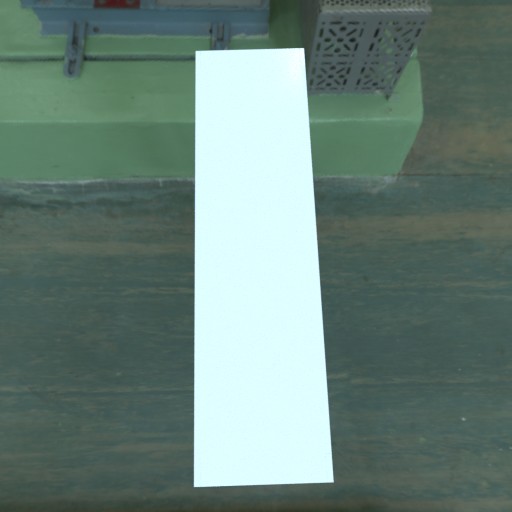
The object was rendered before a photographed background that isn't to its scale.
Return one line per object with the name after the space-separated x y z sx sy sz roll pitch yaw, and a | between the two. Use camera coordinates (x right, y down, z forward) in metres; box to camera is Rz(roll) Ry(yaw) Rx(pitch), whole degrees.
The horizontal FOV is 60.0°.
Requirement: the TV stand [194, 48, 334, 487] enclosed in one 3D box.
0.000 0.000 1.702 0.410 0.440 1.500 -2 75 0 | TV stand
